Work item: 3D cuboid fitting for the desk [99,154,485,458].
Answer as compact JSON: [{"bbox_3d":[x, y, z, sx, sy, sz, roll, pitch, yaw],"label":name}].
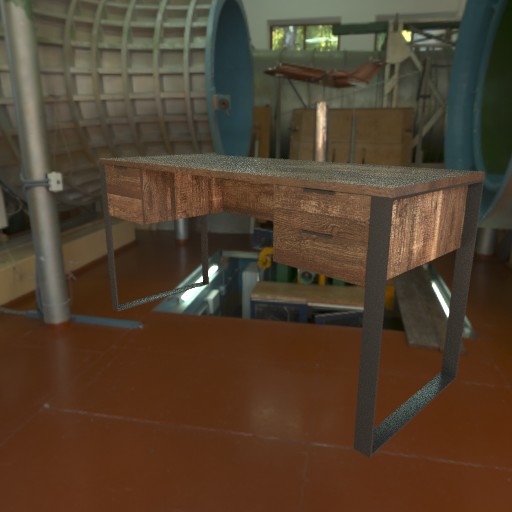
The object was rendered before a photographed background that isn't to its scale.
[{"bbox_3d":[0.000,0.000,1.872,0.599,0.762,1.524,-15,22,-42],"label":"desk"}]
